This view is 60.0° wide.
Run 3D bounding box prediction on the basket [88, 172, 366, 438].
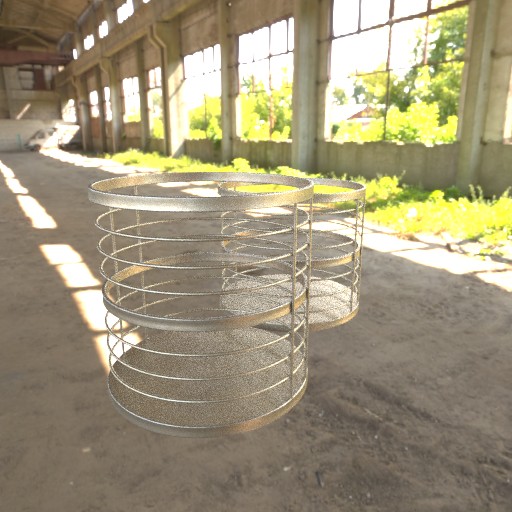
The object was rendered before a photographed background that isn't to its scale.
[{"bbox_3d":[0.000,0.000,0.936,0.356,0.351,0.746,7,17,25],"label":"basket"}]
